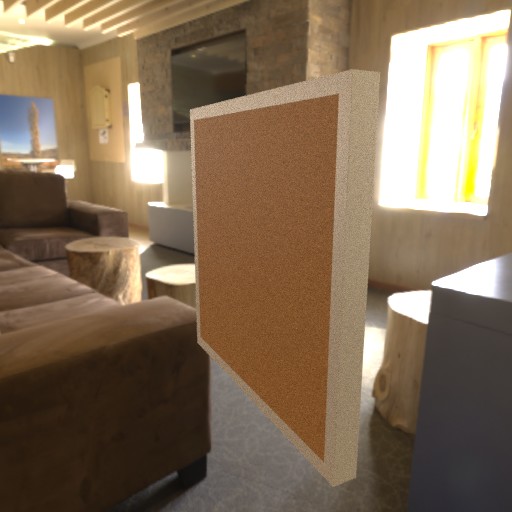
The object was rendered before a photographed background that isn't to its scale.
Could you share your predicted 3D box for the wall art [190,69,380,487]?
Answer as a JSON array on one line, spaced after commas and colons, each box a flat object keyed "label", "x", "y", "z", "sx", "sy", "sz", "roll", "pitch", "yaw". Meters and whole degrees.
[{"label": "wall art", "x": 0.000, "y": 0.000, "z": 0.746, "sx": 0.038, "sy": 0.508, "sz": 0.507, "roll": -7, "pitch": 15, "yaw": -27}]
